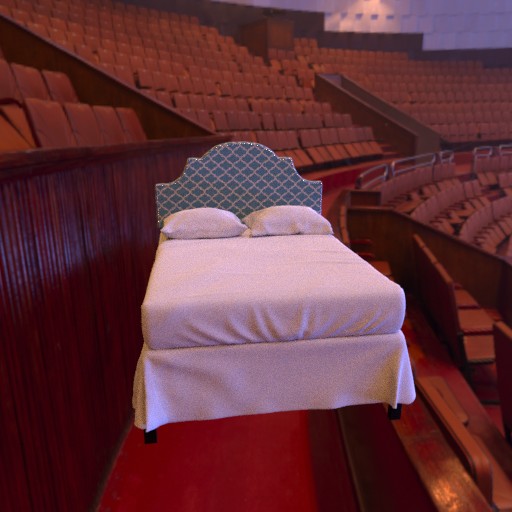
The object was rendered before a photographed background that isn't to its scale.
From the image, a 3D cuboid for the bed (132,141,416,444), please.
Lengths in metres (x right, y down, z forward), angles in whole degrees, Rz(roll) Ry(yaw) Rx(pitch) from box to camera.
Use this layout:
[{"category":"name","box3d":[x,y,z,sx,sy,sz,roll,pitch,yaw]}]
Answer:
[{"category":"bed","box3d":[0.000,0.000,3.397,1.780,1.633,2.222,-2,17,-8]}]
